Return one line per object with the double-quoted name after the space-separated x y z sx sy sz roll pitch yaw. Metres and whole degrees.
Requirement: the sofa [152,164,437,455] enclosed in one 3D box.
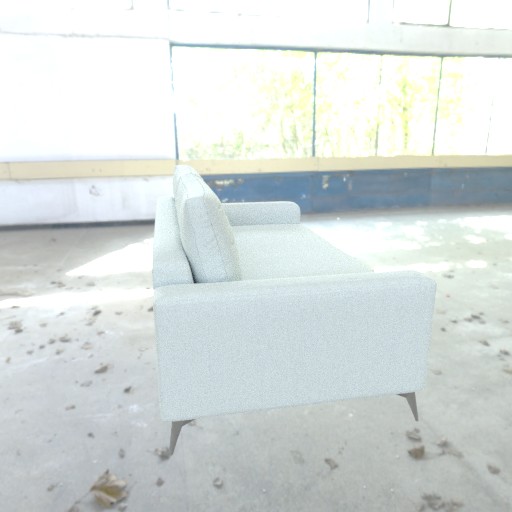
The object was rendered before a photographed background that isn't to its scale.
0.000 0.000 2.123 0.920 0.790 1.650 -3 16 -11 "sofa"
